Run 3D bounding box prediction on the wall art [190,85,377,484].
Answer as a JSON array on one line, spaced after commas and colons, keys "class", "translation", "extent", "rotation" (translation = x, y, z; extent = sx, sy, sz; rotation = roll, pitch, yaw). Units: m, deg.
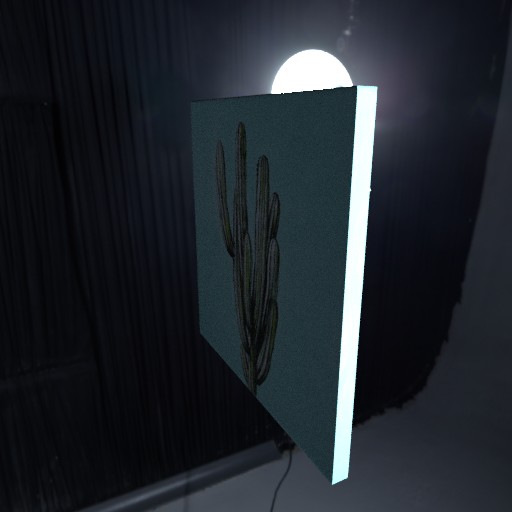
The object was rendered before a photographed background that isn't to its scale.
[{"class": "wall art", "translation": [0.000, 0.000, 1.578], "extent": [0.070, 1.073, 1.071], "rotation": [-9, 19, -26]}]
